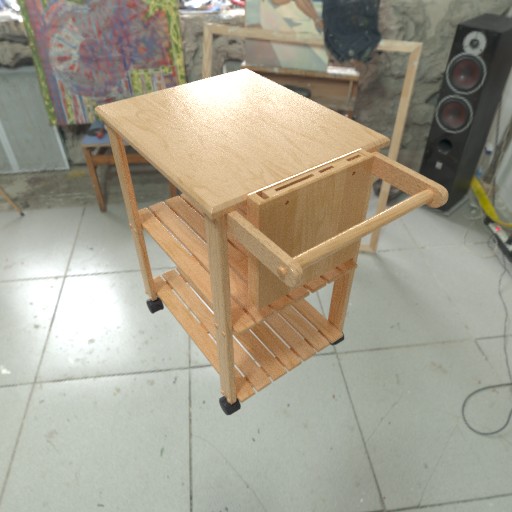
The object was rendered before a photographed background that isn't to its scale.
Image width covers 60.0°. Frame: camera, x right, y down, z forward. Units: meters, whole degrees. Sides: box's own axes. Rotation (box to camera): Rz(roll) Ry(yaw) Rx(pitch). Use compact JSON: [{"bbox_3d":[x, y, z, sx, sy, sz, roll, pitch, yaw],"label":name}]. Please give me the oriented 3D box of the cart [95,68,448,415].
[{"bbox_3d":[0.000,0.000,1.366,0.520,0.816,0.843,-26,48,-26],"label":"cart"}]
